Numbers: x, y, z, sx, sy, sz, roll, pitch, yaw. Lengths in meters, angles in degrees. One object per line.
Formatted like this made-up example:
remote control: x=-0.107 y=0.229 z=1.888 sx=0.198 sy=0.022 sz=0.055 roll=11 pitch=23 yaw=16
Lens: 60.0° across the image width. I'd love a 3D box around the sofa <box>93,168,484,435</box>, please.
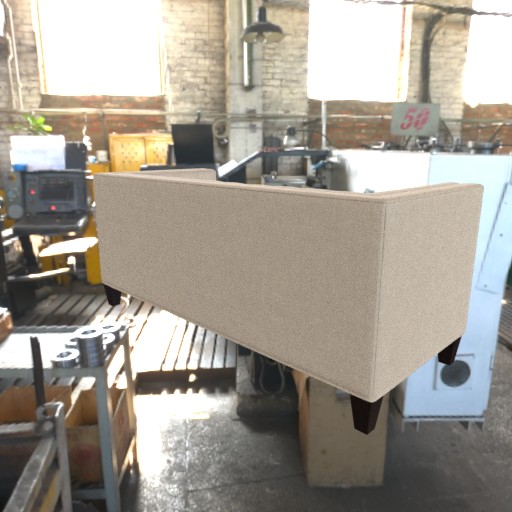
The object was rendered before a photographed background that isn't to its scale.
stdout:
sofa: x=0.000 y=0.000 z=2.173 sx=1.778 sy=0.762 sz=0.775 roll=13 pitch=19 yaw=43
